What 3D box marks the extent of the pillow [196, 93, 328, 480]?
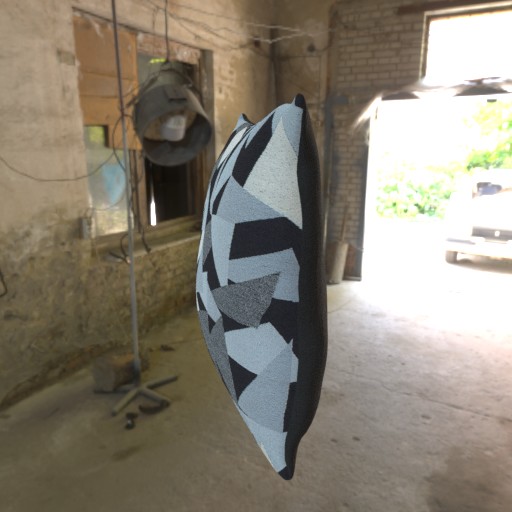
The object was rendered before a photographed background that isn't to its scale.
[{"bbox_3d":[0.000,0.000,0.764,0.208,0.496,0.503,-2,15,-9],"label":"pillow"}]
